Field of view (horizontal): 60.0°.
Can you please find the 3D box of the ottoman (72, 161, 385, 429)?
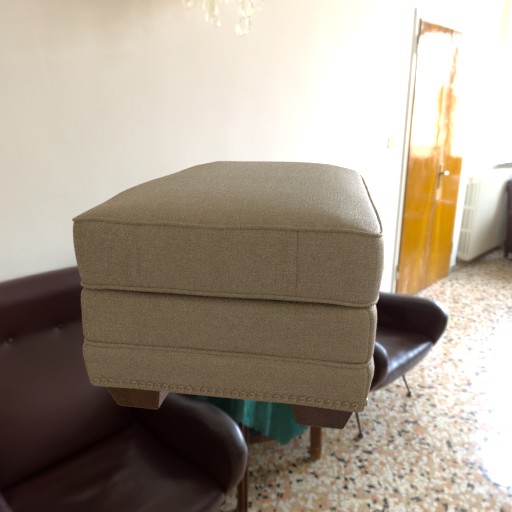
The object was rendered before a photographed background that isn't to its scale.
[{"bbox_3d":[0.000,0.000,1.139,0.559,0.458,0.813,3,16,9],"label":"ottoman"}]
